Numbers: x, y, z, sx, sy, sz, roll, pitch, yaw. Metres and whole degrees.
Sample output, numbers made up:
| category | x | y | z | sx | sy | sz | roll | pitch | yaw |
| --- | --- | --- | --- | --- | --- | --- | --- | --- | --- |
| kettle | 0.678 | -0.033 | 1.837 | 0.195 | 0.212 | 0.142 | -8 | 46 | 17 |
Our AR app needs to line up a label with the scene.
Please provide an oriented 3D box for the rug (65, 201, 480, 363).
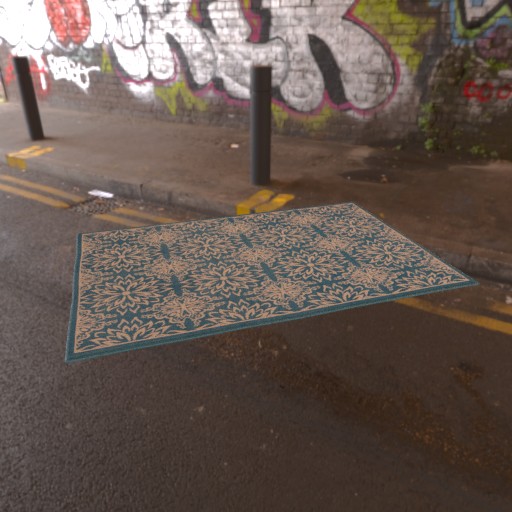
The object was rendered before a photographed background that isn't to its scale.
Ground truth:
| category | x | y | z | sx | sy | sz | roll | pitch | yaw |
| --- | --- | --- | --- | --- | --- | --- | --- | --- | --- |
| rug | 0.000 | 0.000 | 2.357 | 1.833 | 0.012 | 1.211 | -8 | 28 | -16 |
